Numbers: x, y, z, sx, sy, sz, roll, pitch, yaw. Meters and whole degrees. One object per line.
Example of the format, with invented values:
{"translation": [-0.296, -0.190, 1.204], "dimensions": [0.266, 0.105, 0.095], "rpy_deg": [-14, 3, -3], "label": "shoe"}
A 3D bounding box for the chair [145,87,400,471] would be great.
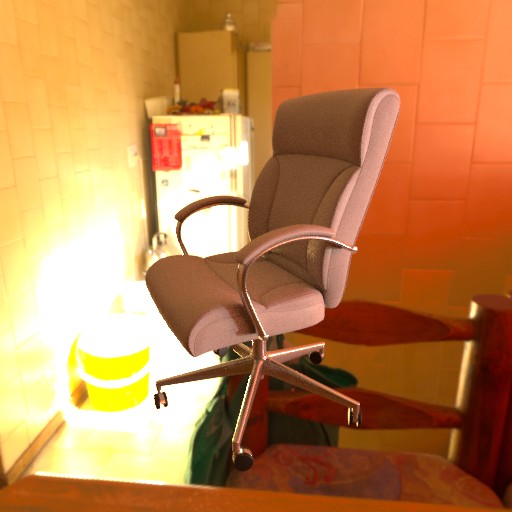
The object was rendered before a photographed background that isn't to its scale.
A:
{"translation": [0.000, 0.000, 1.552], "dimensions": [0.745, 1.099, 0.727], "rpy_deg": [-7, 18, -24], "label": "chair"}
